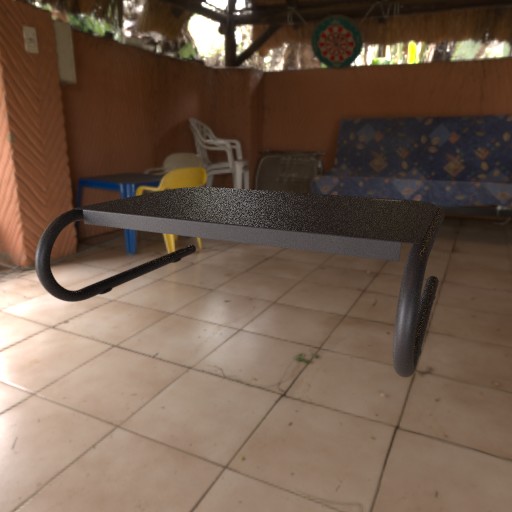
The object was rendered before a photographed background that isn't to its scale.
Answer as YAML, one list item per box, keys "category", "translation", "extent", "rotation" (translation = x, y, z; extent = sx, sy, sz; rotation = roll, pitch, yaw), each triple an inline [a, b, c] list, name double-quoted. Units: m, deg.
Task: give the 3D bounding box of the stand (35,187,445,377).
- category: "stand"
  translation: [0.000, 0.000, 0.494]
  extent: [0.370, 0.108, 0.280]
  rotation: [8, 18, 25]
